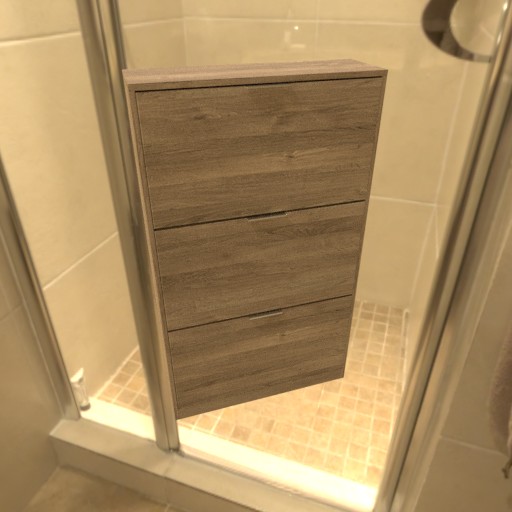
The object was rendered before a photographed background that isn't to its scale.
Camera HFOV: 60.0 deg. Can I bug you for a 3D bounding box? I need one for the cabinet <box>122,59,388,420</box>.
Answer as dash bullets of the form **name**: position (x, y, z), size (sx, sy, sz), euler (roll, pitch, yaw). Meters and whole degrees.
- **cabinet**: position (0.000, 0.000, 1.635), size (0.750, 1.280, 0.250), euler (-9, 33, -15)
